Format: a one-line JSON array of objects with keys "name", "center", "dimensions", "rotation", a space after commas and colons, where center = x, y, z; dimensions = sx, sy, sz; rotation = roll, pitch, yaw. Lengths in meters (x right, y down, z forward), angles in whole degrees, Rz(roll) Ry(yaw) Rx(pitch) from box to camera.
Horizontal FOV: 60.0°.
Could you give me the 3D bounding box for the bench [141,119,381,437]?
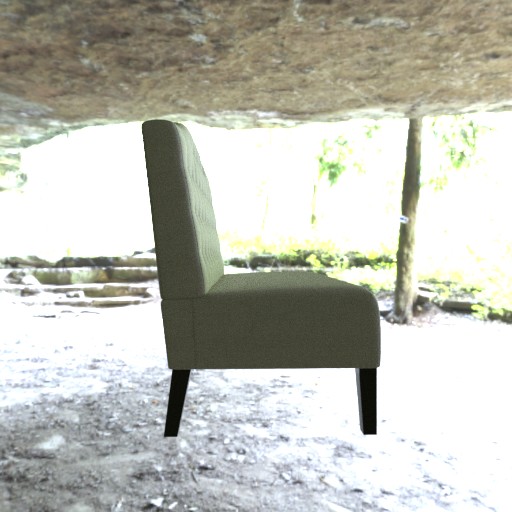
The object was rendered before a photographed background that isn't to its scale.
[{"name": "bench", "center": [0.000, 0.000, 2.107], "dimensions": [0.815, 1.180, 1.335], "rotation": [0, 1, -1]}]
